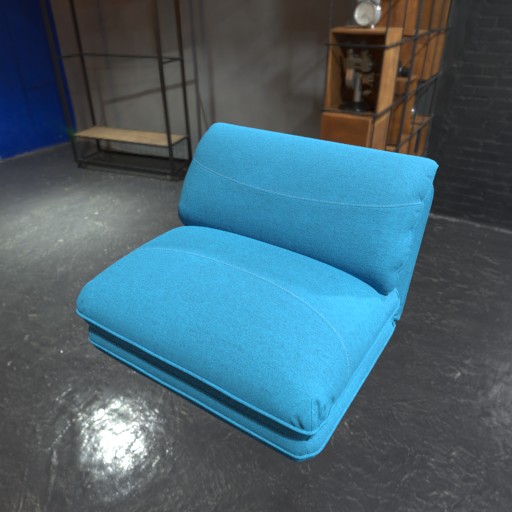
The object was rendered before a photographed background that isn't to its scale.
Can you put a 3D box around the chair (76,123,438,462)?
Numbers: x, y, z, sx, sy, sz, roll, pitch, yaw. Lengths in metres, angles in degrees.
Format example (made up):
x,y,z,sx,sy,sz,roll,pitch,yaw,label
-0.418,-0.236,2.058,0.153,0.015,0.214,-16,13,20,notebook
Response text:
x,y,z,sx,sy,sz,roll,pitch,yaw,label
0.000,0.000,1.328,0.820,0.580,0.780,19,35,28,chair
